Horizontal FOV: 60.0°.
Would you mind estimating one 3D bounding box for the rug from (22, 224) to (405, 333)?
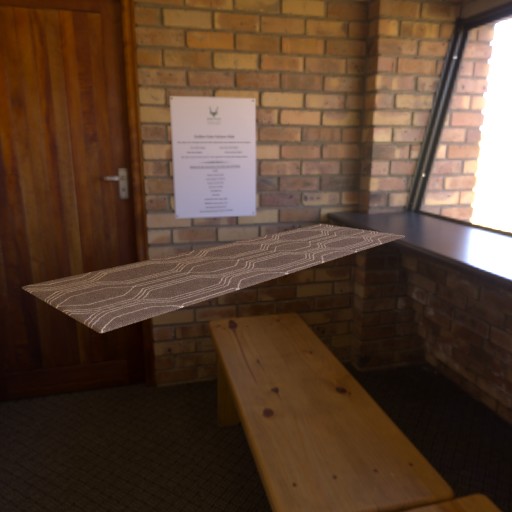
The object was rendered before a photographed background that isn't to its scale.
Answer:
[{"bbox_3d":[0.000,0.000,2.742,0.773,0.012,2.464,13,19,42],"label":"rug"}]
